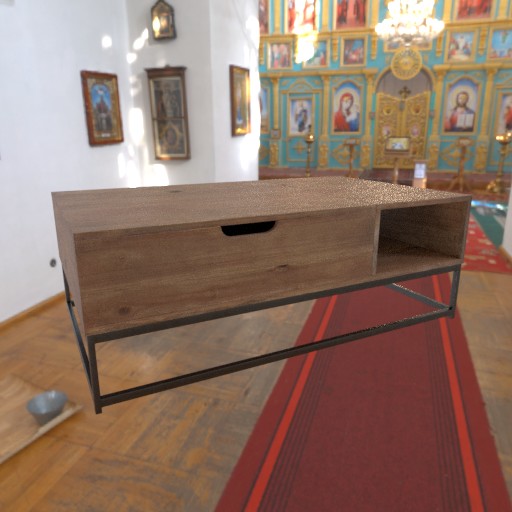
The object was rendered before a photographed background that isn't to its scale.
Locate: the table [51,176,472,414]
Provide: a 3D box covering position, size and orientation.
[{"bbox_3d":[0.000,0.000,1.398,1.101,0.395,0.655,-8,18,-26],"label":"table"}]
